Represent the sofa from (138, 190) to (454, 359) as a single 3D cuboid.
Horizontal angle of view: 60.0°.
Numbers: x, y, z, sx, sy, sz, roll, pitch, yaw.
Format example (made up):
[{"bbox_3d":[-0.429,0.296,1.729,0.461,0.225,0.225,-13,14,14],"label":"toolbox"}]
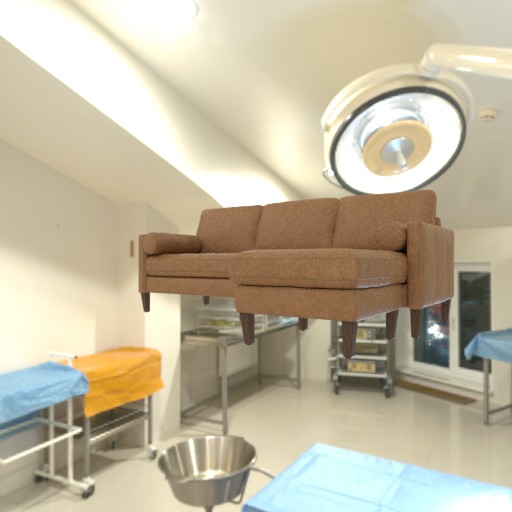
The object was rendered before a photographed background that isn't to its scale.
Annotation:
[{"bbox_3d":[0.000,0.000,2.941,2.178,0.876,1.506,0,-1,35],"label":"sofa"}]
